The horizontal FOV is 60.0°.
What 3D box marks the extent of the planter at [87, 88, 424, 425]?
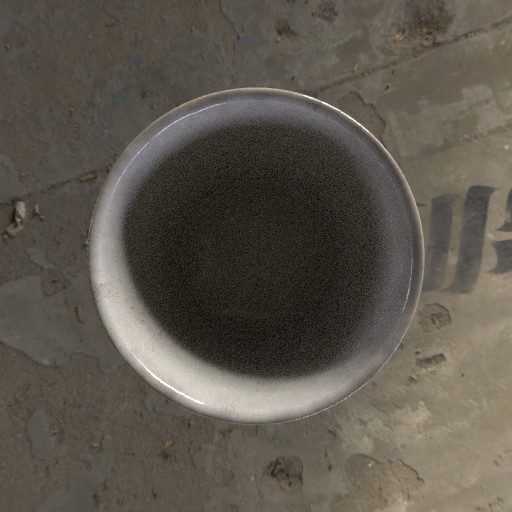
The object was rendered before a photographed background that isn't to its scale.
[{"bbox_3d":[0.000,0.000,0.335,0.193,0.165,0.193,0,90,0],"label":"planter"}]
